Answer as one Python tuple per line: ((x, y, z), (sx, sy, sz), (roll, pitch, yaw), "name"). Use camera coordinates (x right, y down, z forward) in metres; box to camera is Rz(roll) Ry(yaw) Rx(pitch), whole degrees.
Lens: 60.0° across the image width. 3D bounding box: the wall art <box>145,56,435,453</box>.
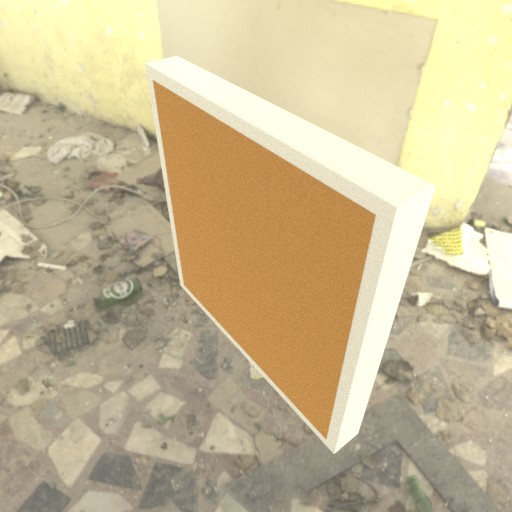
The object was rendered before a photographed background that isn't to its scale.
((0.000, 0.000, 0.448), (0.037, 0.305, 0.305), (-27, 48, -27), "wall art")
